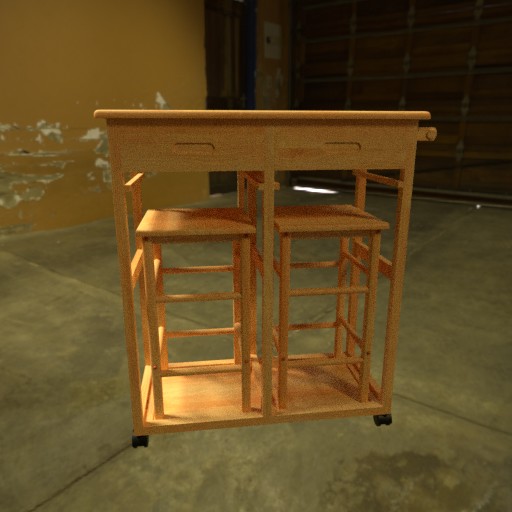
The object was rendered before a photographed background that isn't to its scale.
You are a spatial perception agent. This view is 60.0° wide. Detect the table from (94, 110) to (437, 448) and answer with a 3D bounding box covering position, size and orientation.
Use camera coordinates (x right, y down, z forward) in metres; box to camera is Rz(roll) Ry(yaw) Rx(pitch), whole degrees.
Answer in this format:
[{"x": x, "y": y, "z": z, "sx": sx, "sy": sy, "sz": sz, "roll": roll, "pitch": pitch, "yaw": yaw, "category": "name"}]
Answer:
[{"x": 0.000, "y": 0.000, "z": 1.376, "sx": 0.752, "sy": 0.832, "sz": 0.693, "roll": -2, "pitch": 16, "yaw": -7, "category": "table"}]
